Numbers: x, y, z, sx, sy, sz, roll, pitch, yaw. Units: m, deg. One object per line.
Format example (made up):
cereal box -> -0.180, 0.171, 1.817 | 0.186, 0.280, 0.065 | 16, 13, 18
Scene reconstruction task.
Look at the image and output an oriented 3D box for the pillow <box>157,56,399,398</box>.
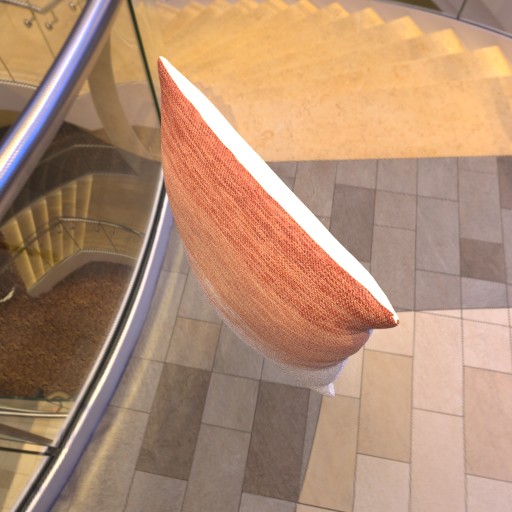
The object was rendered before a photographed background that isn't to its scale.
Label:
pillow -> 0.000, 0.000, 0.672 | 0.182, 0.441, 0.440 | -33, 68, -15
